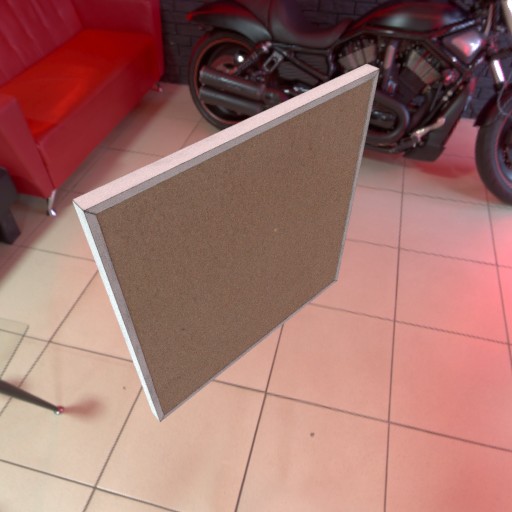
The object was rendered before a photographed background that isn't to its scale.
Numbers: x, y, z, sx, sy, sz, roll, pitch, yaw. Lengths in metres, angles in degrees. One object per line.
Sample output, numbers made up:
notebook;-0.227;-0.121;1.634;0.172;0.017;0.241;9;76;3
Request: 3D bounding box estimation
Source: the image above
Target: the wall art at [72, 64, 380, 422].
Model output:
wall art;0.000;0.000;1.147;0.762;0.762;0.038;-34;55;-28
